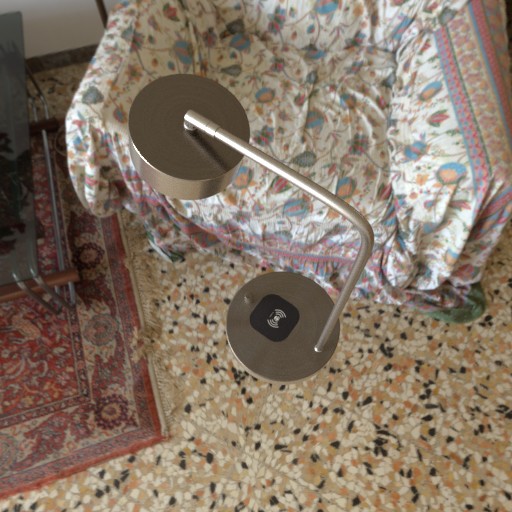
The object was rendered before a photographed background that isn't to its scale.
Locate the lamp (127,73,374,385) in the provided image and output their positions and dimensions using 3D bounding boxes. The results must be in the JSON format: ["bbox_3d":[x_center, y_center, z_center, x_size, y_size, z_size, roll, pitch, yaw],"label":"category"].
[{"bbox_3d":[0.000,0.000,0.651,0.334,0.469,0.211,33,68,15],"label":"lamp"}]
